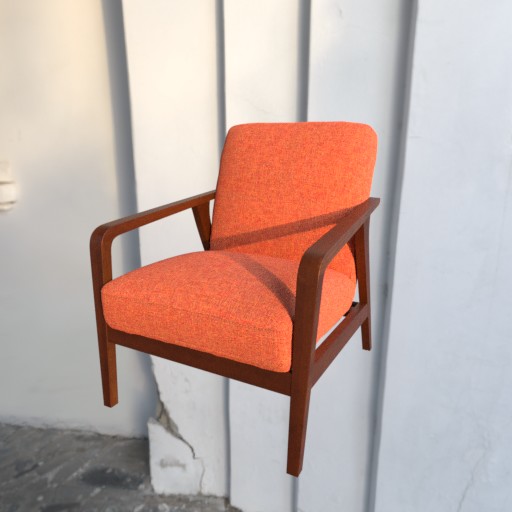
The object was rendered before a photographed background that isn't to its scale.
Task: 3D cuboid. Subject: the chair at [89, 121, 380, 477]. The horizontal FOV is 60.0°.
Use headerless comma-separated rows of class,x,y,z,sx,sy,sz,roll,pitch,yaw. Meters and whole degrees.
chair,0.000,0.000,1.513,0.719,0.890,0.860,8,18,26
